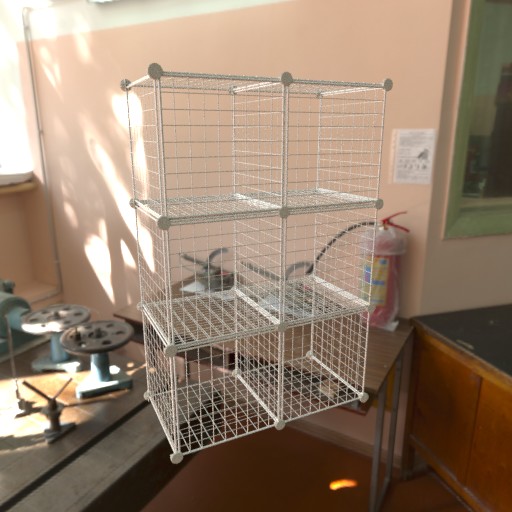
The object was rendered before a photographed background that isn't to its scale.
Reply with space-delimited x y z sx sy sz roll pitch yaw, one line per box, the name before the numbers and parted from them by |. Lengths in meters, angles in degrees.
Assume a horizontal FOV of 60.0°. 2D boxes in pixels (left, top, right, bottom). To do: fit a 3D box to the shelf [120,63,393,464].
shelf | 0.000 0.000 1.429 0.711 1.067 0.356 -8 17 -25
